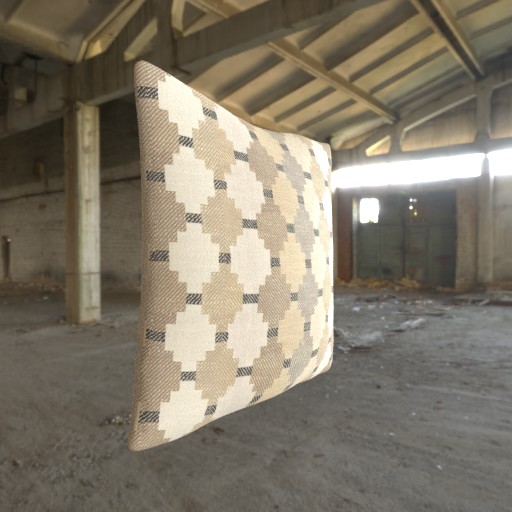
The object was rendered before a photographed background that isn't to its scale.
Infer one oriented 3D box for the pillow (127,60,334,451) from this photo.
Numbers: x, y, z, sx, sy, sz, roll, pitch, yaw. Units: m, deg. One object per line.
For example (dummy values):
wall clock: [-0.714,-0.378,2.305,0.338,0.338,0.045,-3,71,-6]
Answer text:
pillow: [0.000,0.000,0.842,0.192,0.558,0.578,1,1,37]
